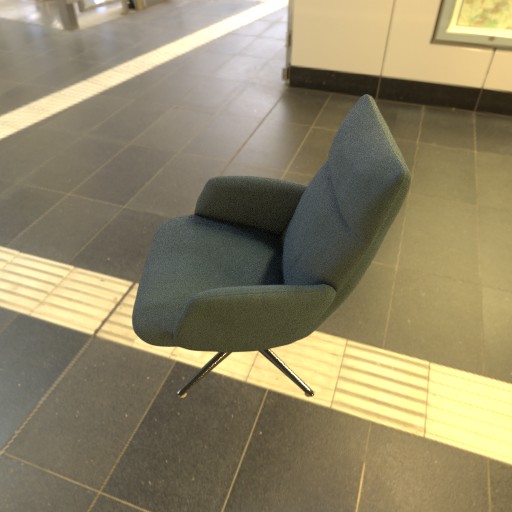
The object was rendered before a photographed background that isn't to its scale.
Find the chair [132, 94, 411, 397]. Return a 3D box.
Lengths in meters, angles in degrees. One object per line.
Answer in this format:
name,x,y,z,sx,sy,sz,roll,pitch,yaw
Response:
chair,0.000,0.000,1.644,0.889,1.016,0.711,0,41,0
